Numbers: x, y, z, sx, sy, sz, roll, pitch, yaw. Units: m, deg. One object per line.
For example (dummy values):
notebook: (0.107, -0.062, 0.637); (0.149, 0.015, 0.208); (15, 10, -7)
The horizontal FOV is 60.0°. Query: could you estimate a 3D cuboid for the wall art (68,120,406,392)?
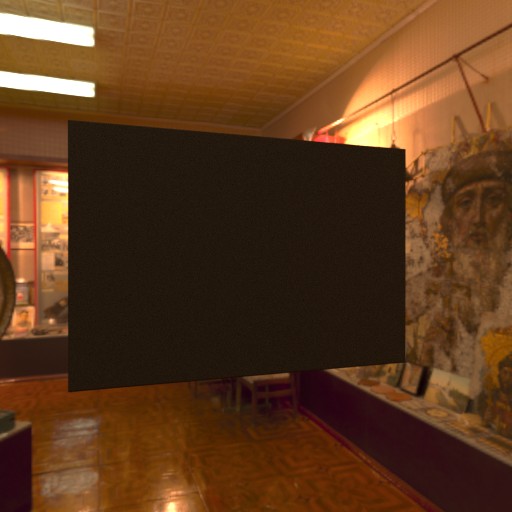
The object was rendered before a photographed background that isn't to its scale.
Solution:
wall art: (0.000, 0.000, 1.225); (0.958, 0.656, 0.026); (0, 0, -18)
